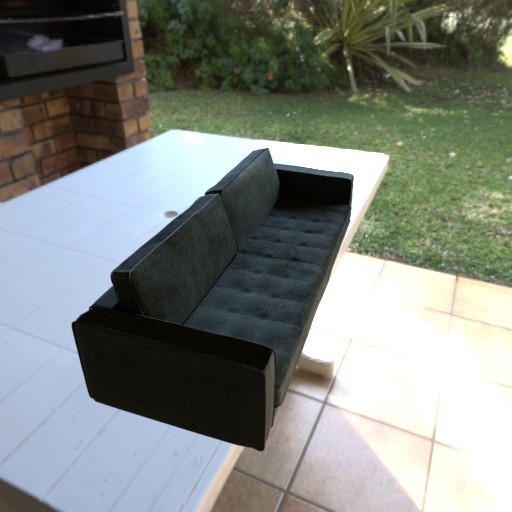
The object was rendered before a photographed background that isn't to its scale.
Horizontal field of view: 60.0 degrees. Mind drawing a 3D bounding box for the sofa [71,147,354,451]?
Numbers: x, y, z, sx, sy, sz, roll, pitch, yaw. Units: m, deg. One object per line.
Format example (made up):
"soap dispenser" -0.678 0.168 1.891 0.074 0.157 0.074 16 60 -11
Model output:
"sofa" 0.000 0.000 2.680 0.886 0.781 2.214 10 32 16
